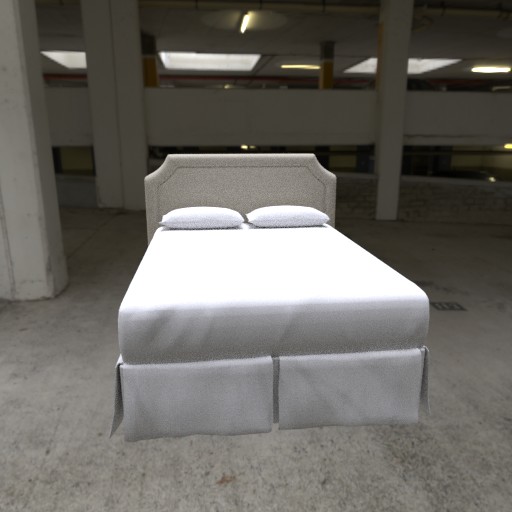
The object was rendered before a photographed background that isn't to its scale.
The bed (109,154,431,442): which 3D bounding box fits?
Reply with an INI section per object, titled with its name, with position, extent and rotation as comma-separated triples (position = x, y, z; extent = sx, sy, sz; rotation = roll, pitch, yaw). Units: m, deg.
[bed]
position = 0.000, 0.000, 3.029
extent = 1.693, 1.290, 2.116
rotation = -2, 15, -7
